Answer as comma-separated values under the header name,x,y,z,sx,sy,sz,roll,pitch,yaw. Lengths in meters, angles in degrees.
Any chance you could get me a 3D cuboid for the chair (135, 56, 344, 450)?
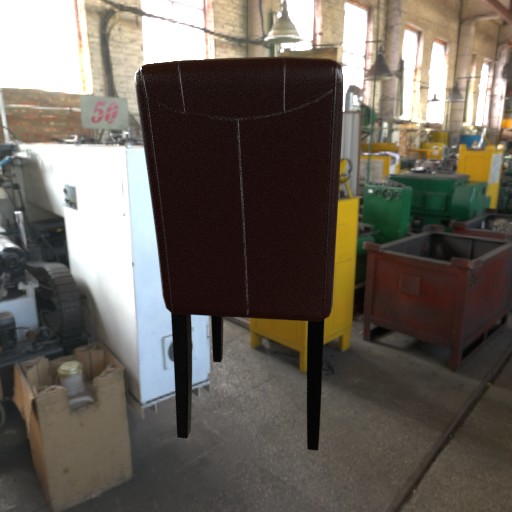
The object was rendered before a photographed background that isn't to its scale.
name,x,y,z,sx,sy,sz,roll,pitch,yaw
chair,0.000,0.000,1.185,0.399,0.897,0.556,2,15,8
